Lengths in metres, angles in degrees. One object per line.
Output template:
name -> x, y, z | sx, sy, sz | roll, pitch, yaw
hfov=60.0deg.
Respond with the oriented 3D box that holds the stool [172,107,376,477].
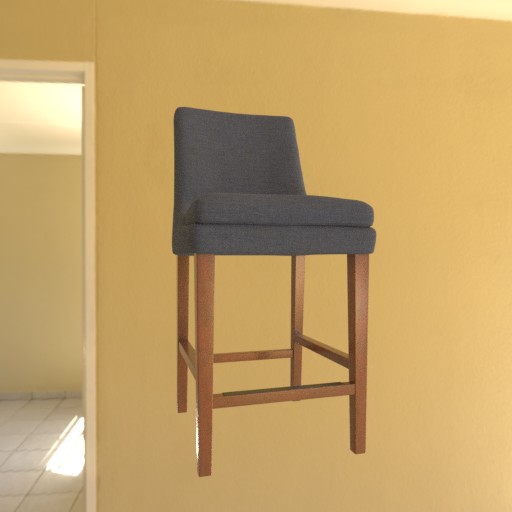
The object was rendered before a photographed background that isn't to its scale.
stool -> 0.000, 0.000, 1.287 | 0.470, 0.981, 0.577 | 0, 0, -17
